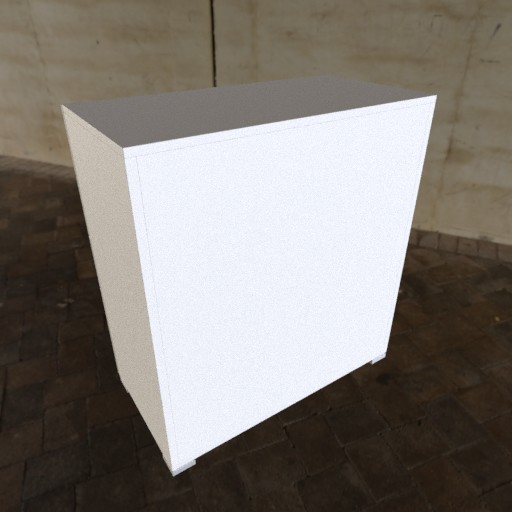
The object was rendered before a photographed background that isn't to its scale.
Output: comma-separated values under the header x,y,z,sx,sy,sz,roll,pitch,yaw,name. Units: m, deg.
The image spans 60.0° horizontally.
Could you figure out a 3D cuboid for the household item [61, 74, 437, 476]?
x,y,z,sx,sy,sz,roll,pitch,yaw,name
0.000,0.000,1.279,0.800,0.870,0.420,-19,35,-29,household item
